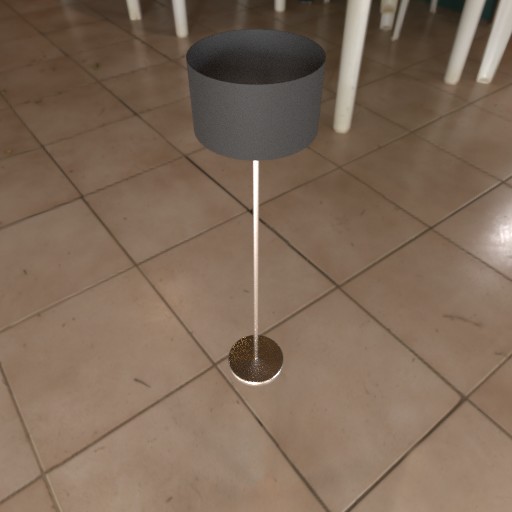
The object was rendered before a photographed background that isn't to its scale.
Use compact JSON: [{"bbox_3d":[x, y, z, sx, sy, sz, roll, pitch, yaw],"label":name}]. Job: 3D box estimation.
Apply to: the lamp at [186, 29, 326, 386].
[{"bbox_3d":[0.000,0.000,1.622,0.348,1.443,0.348,-30,53,-26],"label":"lamp"}]
